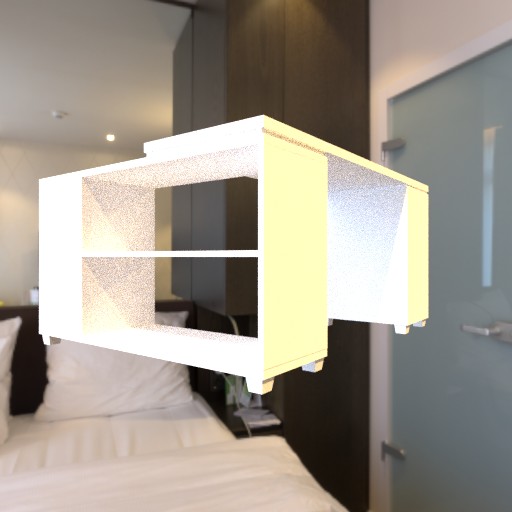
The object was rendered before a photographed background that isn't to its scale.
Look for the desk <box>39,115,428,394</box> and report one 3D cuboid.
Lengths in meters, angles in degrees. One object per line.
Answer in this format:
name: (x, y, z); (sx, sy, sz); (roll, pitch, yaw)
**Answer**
desk: (0.000, 0.000, 2.163); (1.199, 0.759, 1.524); (0, 0, 37)
